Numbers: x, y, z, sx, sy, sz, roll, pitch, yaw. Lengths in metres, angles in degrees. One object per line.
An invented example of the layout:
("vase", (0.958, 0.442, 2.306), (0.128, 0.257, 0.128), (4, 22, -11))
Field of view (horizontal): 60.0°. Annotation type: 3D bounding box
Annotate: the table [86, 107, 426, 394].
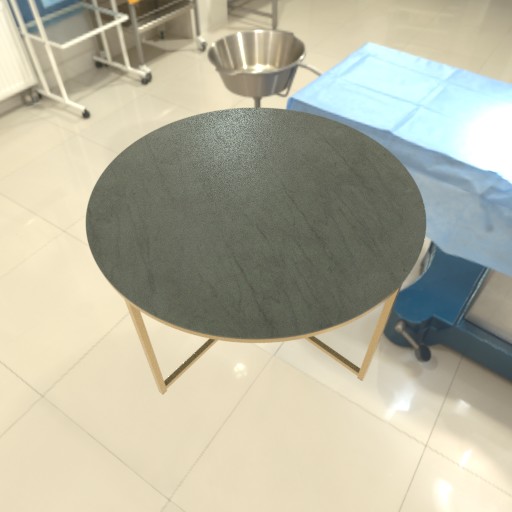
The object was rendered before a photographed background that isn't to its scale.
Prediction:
("table", (0.000, 0.000, 1.242), (0.800, 0.450, 0.800), (0, 48, 0))
